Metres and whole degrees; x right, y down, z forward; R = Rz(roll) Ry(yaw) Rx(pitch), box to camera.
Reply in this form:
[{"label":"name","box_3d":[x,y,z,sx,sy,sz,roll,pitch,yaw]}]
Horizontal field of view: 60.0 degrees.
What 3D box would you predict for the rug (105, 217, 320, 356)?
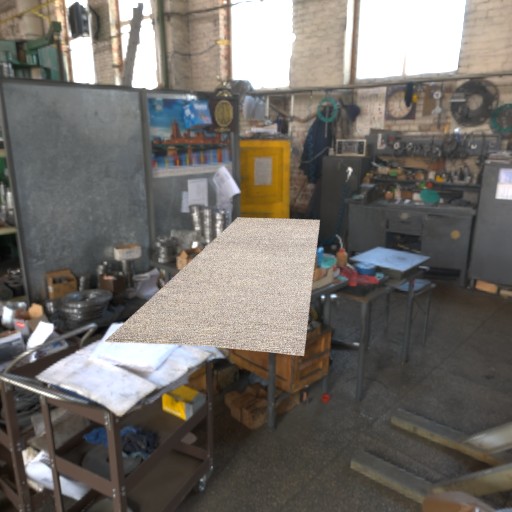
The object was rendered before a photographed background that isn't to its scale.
[{"label":"rug","box_3d":[0.000,0.000,2.607,0.697,0.013,2.335,3,16,9]}]
